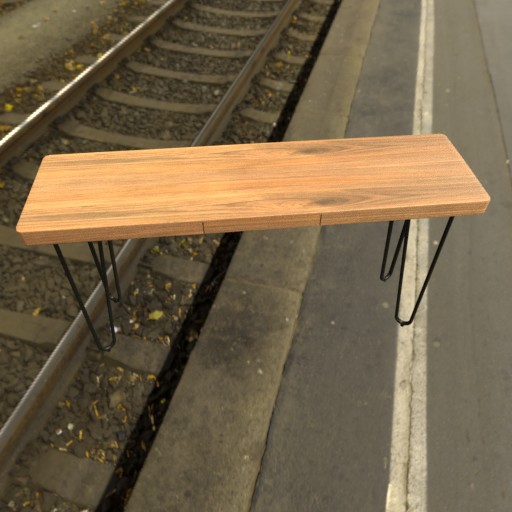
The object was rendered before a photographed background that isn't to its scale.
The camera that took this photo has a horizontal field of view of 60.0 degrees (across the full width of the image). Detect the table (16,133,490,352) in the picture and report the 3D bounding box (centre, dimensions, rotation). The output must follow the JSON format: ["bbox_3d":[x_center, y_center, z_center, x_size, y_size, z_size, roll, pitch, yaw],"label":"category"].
[{"bbox_3d":[0.000,0.000,1.891,1.570,0.834,0.425,-4,47,-4],"label":"table"}]
